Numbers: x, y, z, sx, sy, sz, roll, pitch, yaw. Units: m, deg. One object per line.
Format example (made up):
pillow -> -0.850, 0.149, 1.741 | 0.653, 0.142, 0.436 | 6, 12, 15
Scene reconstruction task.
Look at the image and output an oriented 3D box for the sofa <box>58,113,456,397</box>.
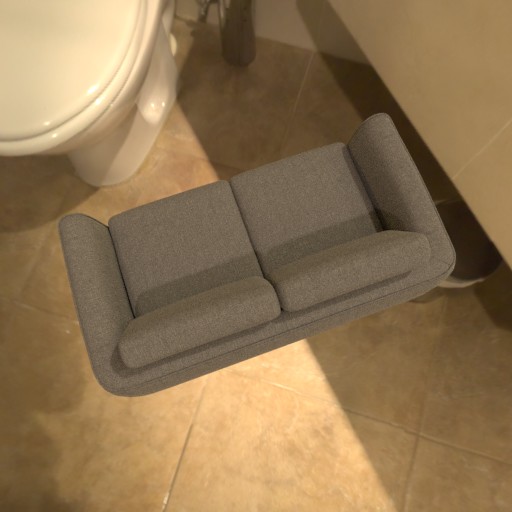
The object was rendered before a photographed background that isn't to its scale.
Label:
sofa -> 0.000, 0.000, 2.207 | 1.700, 0.870, 0.920 | -19, 77, -5
